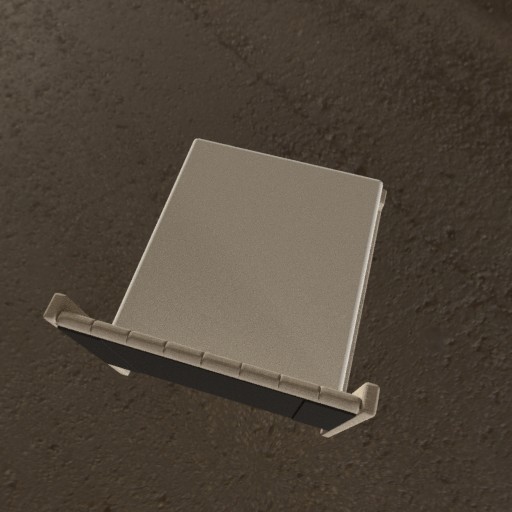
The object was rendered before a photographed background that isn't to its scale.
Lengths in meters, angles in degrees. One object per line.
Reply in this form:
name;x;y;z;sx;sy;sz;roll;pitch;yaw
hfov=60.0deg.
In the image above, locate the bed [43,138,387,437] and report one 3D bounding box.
bed;0.000;0.000;3.824;2.045;1.743;2.370;15;65;7
